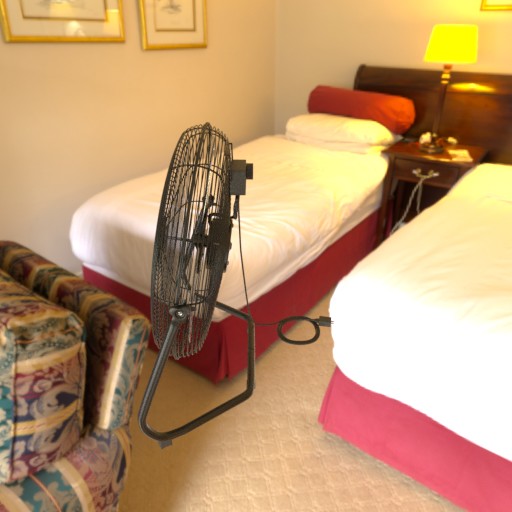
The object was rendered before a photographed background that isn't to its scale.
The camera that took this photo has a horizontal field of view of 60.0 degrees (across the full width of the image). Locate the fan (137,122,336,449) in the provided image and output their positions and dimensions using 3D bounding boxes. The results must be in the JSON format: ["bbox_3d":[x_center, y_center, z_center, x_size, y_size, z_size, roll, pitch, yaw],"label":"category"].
[{"bbox_3d":[0.000,0.000,0.941,0.424,0.546,0.555,0,27,0],"label":"fan"}]
